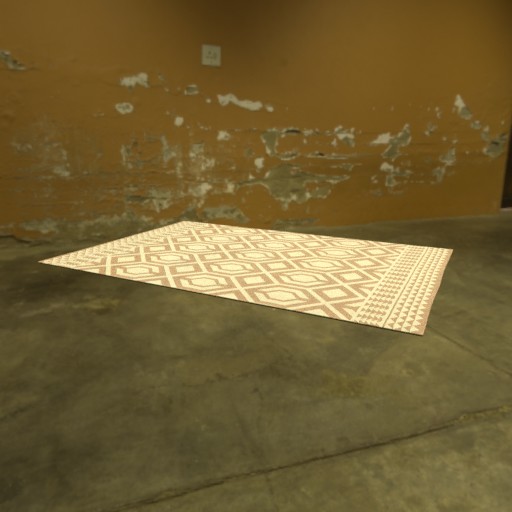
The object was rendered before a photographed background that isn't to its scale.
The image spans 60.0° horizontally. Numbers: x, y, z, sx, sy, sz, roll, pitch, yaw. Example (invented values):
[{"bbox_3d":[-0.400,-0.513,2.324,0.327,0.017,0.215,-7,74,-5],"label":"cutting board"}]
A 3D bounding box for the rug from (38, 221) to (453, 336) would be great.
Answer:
[{"bbox_3d":[0.000,0.000,2.338,1.829,0.008,1.219,8,17,26],"label":"rug"}]
